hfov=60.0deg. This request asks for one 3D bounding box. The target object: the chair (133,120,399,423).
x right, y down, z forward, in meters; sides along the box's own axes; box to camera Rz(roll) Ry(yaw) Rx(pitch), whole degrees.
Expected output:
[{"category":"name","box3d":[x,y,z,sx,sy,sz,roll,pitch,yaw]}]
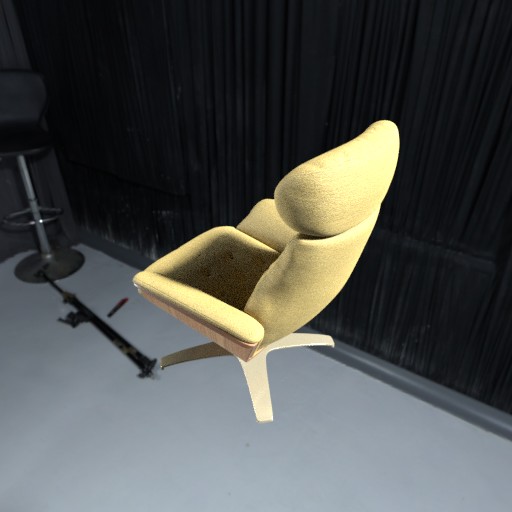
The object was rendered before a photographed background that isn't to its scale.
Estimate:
[{"category":"chair","box3d":[0.000,0.000,1.590,0.837,0.995,0.785,21,38,29]}]
